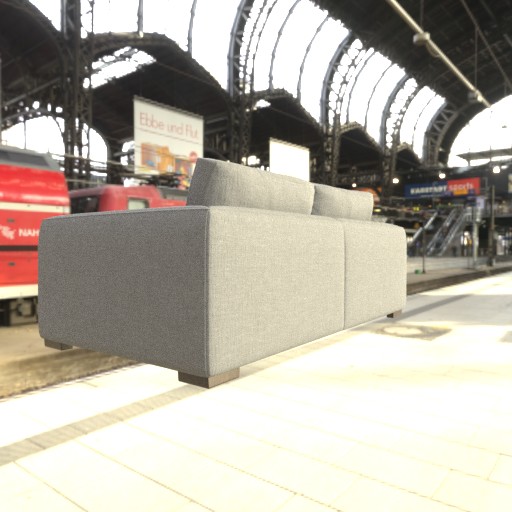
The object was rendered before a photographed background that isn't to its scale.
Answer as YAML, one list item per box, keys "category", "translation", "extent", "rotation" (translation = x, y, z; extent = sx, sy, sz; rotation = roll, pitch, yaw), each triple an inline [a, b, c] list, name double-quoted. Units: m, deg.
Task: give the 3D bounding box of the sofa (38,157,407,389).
- category: "sofa"
  translation: [0.000, 0.000, 2.428]
  extent: [1.069, 0.800, 1.920]
  rotation: [1, 2, 36]
